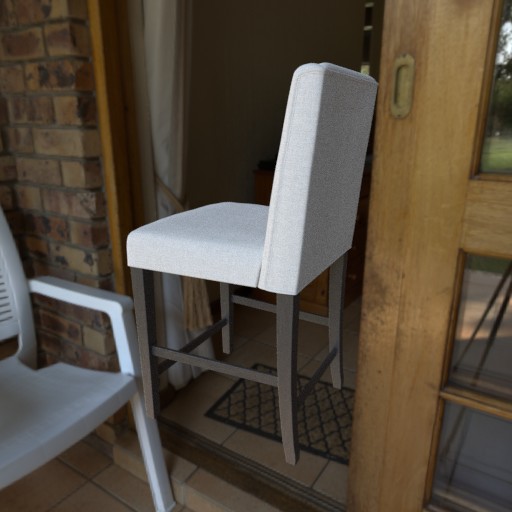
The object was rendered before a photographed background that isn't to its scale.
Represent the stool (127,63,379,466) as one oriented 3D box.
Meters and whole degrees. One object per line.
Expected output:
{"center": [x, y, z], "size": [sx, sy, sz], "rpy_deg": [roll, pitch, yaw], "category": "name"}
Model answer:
{"center": [0.000, 0.000, 1.235], "size": [0.509, 0.939, 0.474], "rpy_deg": [9, 19, 27], "category": "stool"}
